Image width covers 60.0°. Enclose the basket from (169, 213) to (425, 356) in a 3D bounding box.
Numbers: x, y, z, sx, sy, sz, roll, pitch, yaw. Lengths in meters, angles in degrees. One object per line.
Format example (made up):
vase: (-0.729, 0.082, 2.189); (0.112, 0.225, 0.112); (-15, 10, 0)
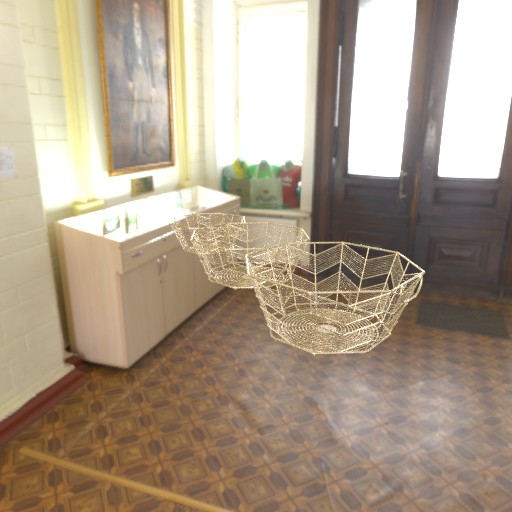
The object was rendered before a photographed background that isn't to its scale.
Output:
basket: (0.000, 0.000, 1.442); (0.432, 0.178, 1.246); (-8, 18, -25)
